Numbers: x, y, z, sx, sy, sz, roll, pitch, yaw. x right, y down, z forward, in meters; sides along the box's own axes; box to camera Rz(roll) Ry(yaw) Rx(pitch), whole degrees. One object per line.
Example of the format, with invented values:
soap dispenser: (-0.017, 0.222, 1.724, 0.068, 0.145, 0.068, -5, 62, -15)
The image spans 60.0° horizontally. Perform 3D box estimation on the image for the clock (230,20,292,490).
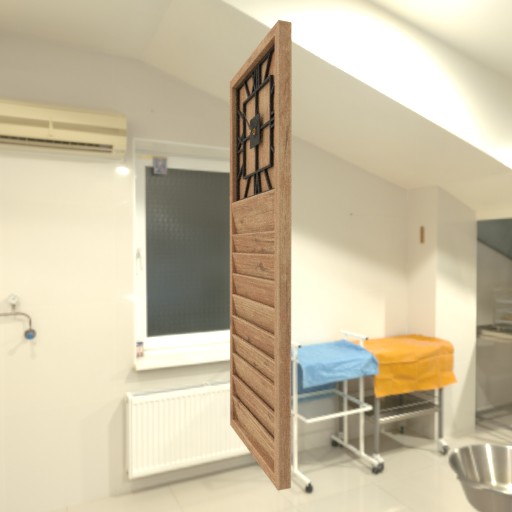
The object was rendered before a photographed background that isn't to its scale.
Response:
clock: (0.000, 0.000, 1.082, 0.030, 0.965, 0.361, 0, 1, -19)
